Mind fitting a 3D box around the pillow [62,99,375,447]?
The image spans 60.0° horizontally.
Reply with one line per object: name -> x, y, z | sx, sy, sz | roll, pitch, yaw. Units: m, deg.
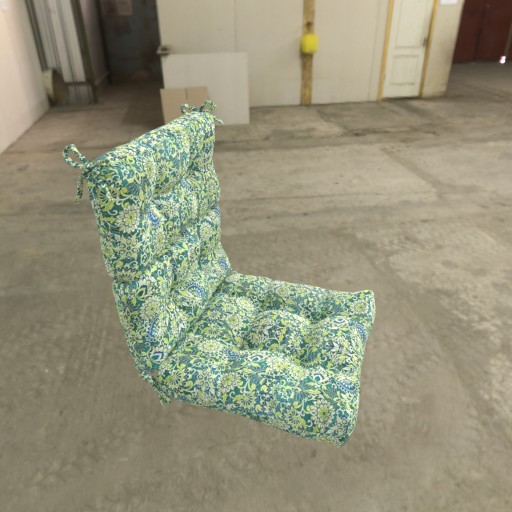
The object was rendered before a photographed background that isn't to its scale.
pillow -> 0.000, 0.000, 1.036 | 0.571, 0.605, 0.519 | 10, 32, 16
